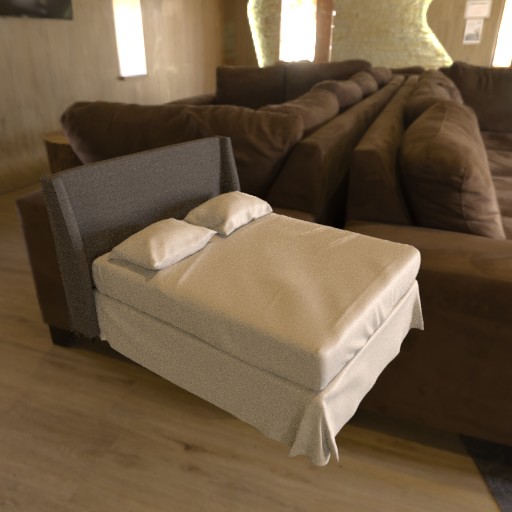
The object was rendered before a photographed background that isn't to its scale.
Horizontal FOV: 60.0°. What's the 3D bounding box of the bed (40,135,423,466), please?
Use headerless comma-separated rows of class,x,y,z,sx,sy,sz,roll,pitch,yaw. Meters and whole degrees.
bed,0.000,0.000,3.370,2.276,1.332,1.925,17,30,32
